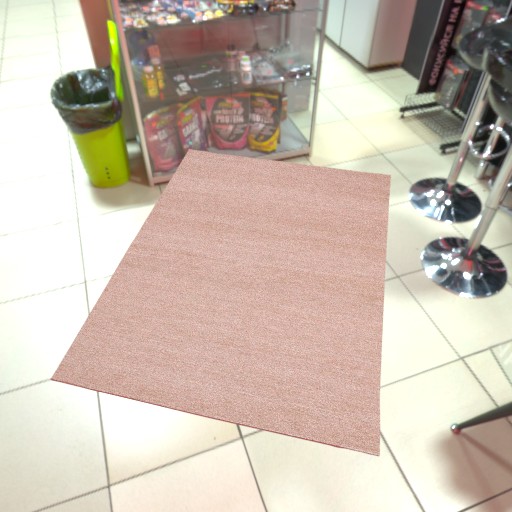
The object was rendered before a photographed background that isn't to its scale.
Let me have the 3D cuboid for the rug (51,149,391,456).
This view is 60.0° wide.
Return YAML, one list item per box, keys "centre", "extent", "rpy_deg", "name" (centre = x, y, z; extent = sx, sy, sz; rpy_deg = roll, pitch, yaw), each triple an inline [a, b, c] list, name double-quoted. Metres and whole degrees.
- centre: [0.000, 0.000, 4.195]
  extent: [2.434, 0.045, 3.202]
  rpy_deg: [10, 47, 9]
  name: "rug"
